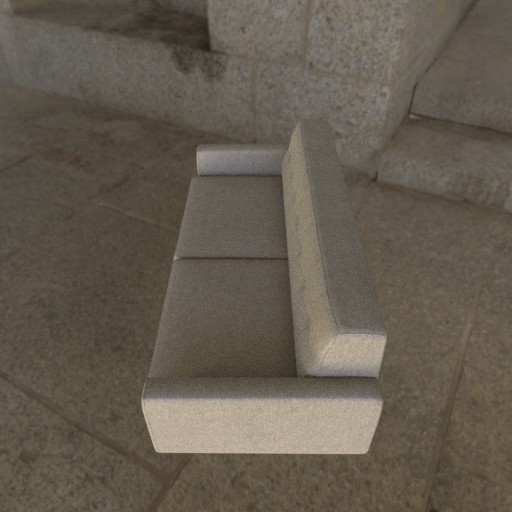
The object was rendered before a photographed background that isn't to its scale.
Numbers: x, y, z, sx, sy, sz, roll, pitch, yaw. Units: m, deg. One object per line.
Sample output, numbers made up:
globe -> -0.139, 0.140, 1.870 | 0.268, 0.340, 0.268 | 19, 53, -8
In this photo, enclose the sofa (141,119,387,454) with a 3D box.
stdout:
sofa -> 0.000, 0.000, 2.512 | 0.968, 0.873, 2.055 | 0, 41, 0
